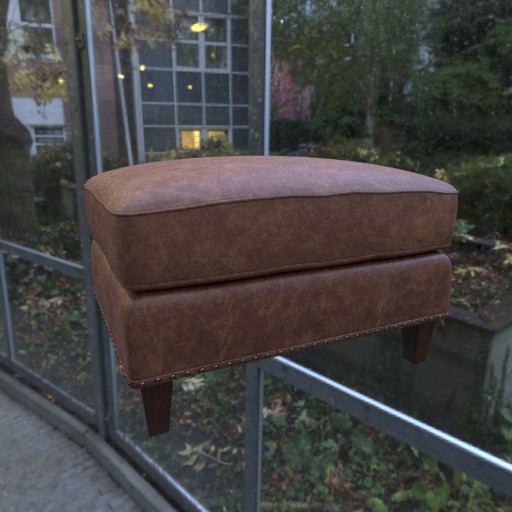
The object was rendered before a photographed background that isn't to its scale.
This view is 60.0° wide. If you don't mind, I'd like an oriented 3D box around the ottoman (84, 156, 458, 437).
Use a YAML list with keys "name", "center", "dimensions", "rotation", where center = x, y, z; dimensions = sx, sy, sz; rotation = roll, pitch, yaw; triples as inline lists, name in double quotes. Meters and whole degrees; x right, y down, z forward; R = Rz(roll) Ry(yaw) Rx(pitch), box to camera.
- name: "ottoman"
  center: [0.000, 0.000, 1.105]
  dimensions: [0.742, 0.486, 0.586]
  rotation: [-7, 16, -25]
